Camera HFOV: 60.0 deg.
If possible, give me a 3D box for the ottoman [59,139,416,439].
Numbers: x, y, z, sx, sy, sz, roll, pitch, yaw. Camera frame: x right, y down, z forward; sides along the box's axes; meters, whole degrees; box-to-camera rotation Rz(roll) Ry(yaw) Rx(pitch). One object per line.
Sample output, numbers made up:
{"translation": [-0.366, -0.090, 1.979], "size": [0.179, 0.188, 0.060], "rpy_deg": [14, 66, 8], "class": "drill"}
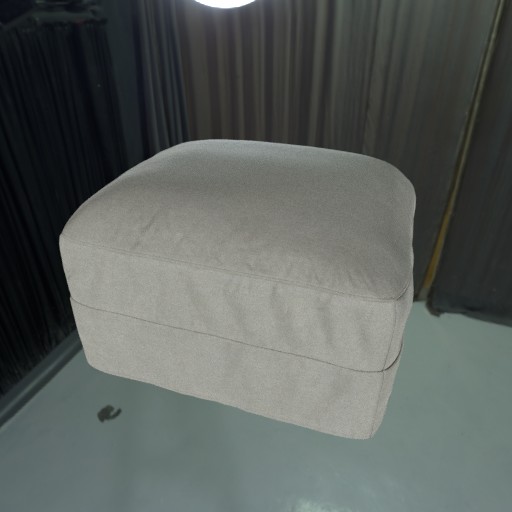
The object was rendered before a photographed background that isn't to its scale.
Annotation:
{"translation": [0.000, 0.000, 1.061], "size": [0.712, 0.480, 0.584], "rpy_deg": [10, 33, 15], "class": "ottoman"}
